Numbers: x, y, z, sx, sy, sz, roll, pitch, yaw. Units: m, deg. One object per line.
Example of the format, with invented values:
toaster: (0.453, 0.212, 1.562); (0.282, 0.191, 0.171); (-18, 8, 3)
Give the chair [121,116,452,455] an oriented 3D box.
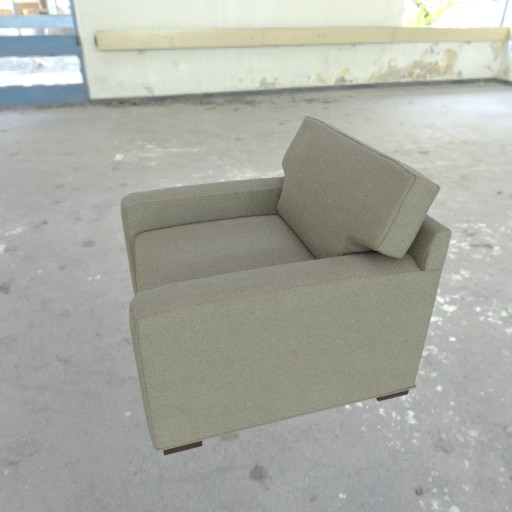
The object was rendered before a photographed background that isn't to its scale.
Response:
chair: (0.000, 0.000, 1.846); (1.044, 0.934, 0.999); (-8, 31, -14)
